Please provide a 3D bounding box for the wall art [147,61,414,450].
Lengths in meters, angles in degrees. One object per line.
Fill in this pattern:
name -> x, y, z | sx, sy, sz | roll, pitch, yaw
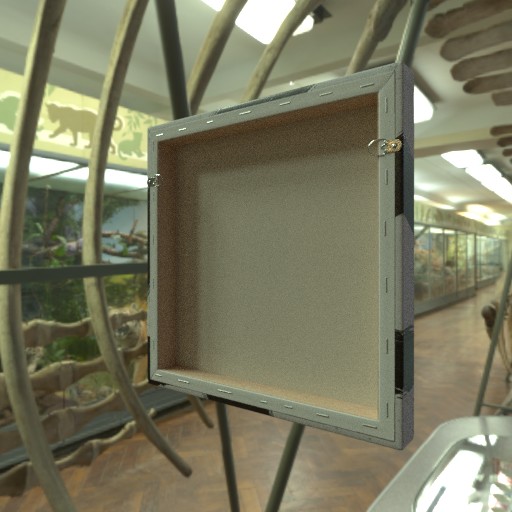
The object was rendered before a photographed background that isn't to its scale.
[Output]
wall art -> 0.000, 0.000, 0.742 | 0.507, 0.508, 0.050 | 0, 0, 37
